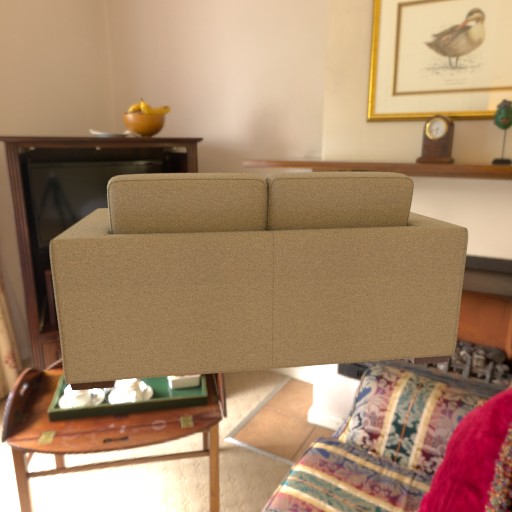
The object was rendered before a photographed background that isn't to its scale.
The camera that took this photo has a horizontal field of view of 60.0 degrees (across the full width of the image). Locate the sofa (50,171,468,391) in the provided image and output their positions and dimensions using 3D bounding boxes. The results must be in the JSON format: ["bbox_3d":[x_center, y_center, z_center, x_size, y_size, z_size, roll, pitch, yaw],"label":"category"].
[{"bbox_3d":[0.000,0.000,2.414,1.812,0.924,1.007,-2,14,-8],"label":"sofa"}]
